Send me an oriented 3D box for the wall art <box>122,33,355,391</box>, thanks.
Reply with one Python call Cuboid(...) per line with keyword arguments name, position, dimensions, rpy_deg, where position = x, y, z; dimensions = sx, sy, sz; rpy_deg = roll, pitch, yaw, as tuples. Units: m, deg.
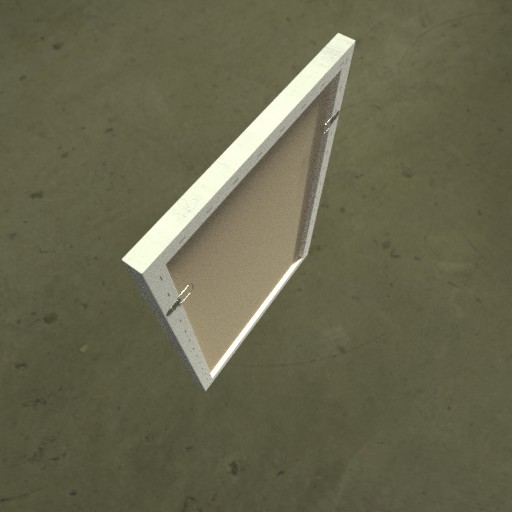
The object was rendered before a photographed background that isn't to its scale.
Cuboid(name="wall art", position=(0.000, 0.000, 1.169), dimensions=(0.043, 0.914, 0.624), rpy_deg=(32, 67, 15))
